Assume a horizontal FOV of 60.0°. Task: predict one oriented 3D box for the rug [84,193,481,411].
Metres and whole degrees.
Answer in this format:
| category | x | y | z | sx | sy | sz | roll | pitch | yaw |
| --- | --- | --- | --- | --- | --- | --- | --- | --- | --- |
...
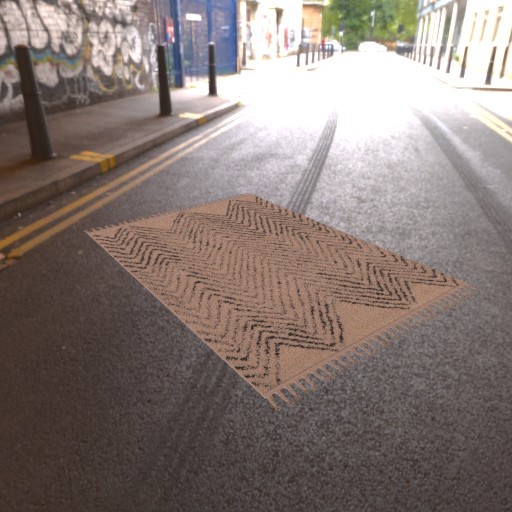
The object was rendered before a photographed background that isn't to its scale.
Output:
| category | x | y | z | sx | sy | sz | roll | pitch | yaw |
| --- | --- | --- | --- | --- | --- | --- | --- | --- | --- |
| rug | 0.000 | 0.000 | 2.357 | 1.230 | 0.014 | 1.847 | -18 | 31 | -33 |
